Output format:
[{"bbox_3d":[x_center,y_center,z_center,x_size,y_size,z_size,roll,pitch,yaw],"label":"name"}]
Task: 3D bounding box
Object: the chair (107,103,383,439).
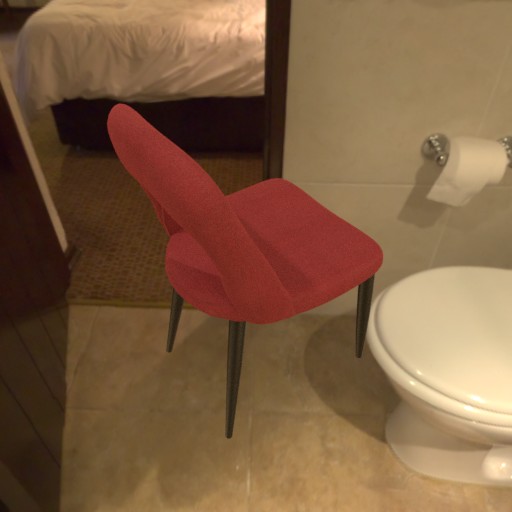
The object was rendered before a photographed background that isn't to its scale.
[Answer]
[{"bbox_3d":[0.000,0.000,1.198,0.569,0.892,0.483,-25,47,-26],"label":"chair"}]
